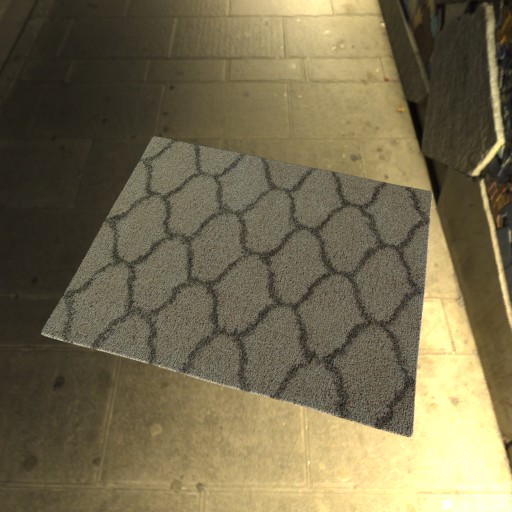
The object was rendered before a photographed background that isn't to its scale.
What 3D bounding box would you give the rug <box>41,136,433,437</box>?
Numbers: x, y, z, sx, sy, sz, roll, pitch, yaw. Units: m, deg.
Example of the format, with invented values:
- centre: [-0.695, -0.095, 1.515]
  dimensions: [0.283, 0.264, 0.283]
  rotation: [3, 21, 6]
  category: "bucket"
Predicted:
- centre: [0.000, 0.000, 4.019]
  dimensions: [3.000, 0.026, 2.399]
  rotation: [13, 59, 8]
  category: "rug"
